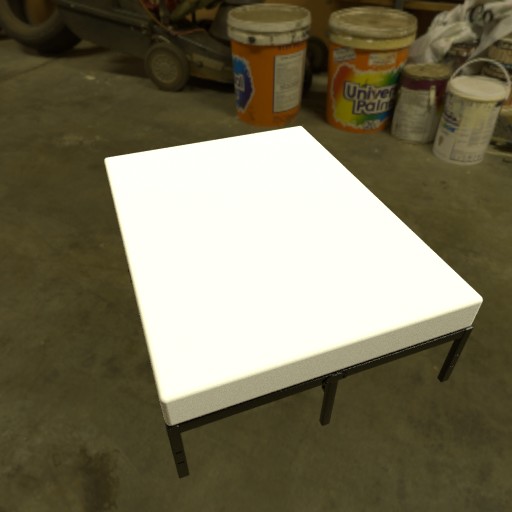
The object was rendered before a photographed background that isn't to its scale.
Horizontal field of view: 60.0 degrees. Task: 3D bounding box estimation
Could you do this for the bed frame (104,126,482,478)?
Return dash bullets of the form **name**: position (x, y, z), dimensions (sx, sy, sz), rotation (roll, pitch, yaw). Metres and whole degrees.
- **bed frame**: position (0.000, 0.000, 2.812), dimensions (1.557, 0.659, 2.072), rotation (-14, 42, -15)
